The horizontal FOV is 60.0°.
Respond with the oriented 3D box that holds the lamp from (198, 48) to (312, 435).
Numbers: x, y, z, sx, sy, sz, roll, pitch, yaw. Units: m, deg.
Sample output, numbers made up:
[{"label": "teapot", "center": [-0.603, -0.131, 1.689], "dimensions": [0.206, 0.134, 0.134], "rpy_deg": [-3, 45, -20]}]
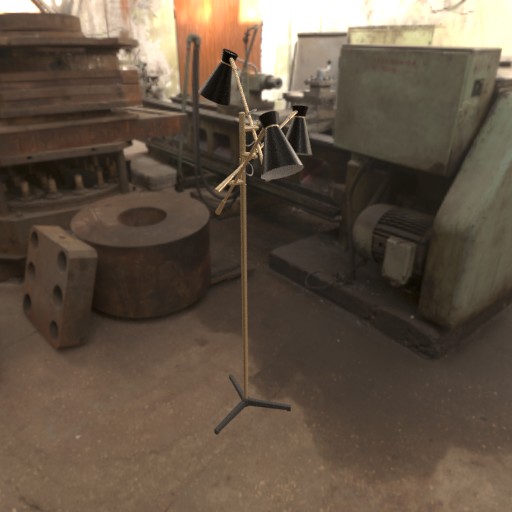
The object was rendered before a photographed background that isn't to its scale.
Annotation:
[{"label": "lamp", "center": [0.000, 0.000, 2.130], "dimensions": [0.750, 1.804, 0.653], "rpy_deg": [18, 31, 33]}]
